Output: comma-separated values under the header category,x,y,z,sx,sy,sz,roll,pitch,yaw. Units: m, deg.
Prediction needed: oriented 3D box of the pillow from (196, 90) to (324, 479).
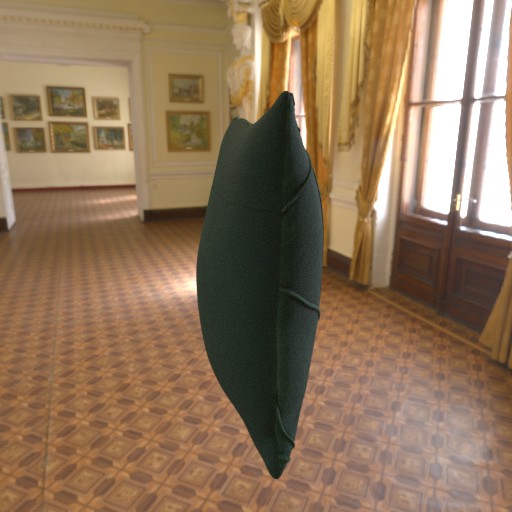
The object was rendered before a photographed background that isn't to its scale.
category,x,y,z,sx,sy,sz,roll,pitch,yaw
pillow,0.000,0.000,0.681,0.184,0.440,0.439,-2,15,-9
